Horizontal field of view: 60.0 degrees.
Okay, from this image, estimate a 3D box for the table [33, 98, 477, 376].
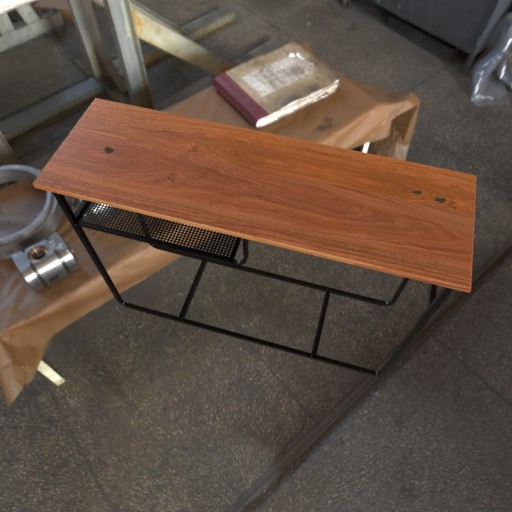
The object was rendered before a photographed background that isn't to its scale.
[{"bbox_3d":[0.000,0.000,1.469,1.100,0.750,0.350,14,59,9],"label":"table"}]
